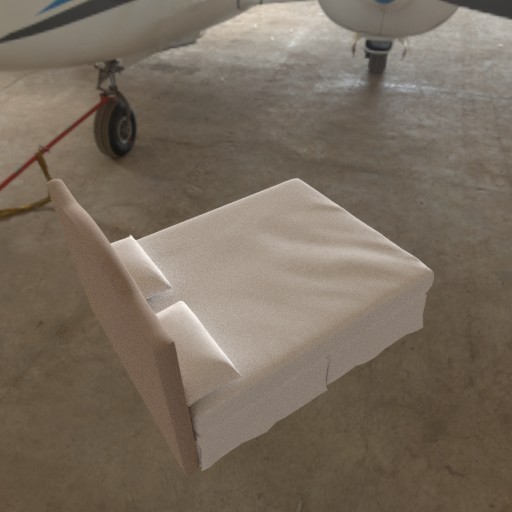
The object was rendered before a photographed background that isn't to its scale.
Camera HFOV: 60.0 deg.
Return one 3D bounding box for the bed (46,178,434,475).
[{"bbox_3d":[0.000,0.000,3.373,2.282,1.436,1.821,-25,47,-25],"label":"bed"}]
